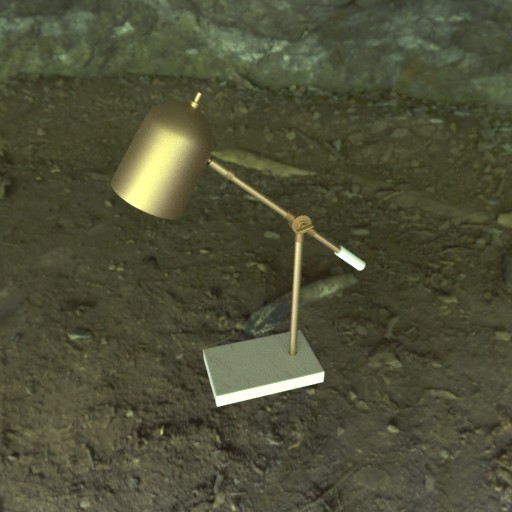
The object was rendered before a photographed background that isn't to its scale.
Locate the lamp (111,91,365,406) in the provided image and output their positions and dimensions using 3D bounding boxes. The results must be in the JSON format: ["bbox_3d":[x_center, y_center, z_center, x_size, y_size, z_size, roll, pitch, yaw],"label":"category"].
[{"bbox_3d":[0.000,0.000,0.836,0.471,0.603,0.144,-9,32,-14],"label":"lamp"}]
